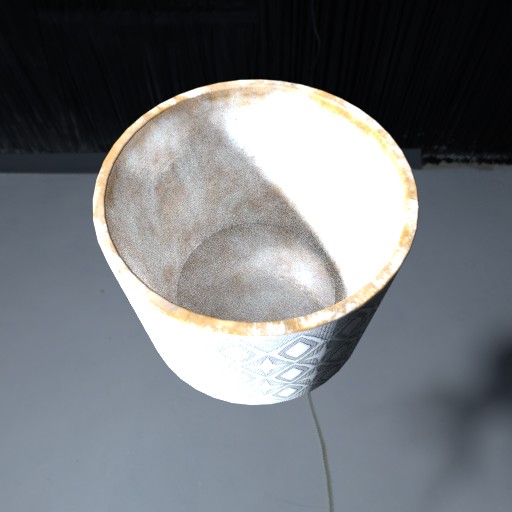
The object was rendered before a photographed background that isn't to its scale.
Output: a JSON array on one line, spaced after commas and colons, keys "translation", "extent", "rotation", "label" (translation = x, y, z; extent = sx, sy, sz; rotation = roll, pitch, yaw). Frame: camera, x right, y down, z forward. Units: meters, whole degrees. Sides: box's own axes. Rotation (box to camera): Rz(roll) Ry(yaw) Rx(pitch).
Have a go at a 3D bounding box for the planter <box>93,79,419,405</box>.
[{"translation": [0.000, 0.000, 0.446], "extent": [0.255, 0.223, 0.255], "rotation": [0, 59, 0], "label": "planter"}]
